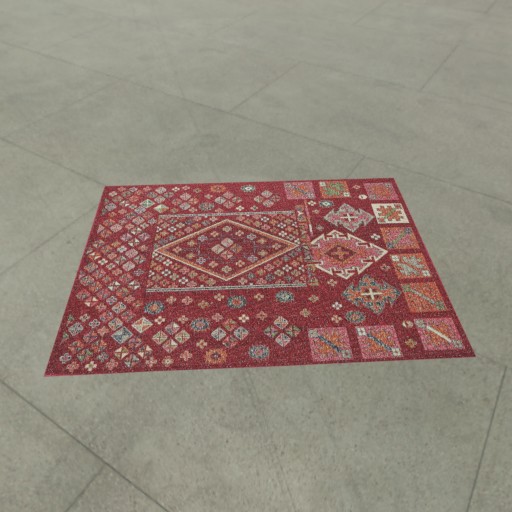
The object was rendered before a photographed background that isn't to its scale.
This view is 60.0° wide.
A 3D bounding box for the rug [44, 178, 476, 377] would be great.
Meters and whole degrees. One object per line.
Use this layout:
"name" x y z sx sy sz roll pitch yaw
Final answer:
"rug" 0.000 0.000 2.788 2.184 0.007 1.579 -2 45 -2
